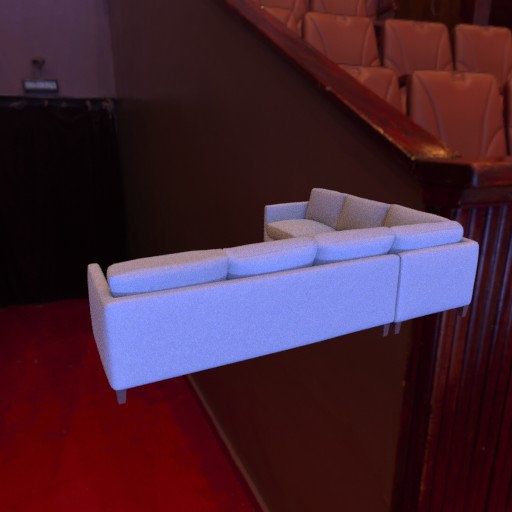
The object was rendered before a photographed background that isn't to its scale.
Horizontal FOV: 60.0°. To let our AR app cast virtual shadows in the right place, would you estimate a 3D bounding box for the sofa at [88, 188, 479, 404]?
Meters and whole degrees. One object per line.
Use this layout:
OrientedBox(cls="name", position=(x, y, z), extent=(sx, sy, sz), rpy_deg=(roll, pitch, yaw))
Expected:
OrientedBox(cls="sofa", position=(0.000, 0.000, 4.480), extent=(3.301, 0.947, 2.592), rpy_deg=(-8, 18, -25))
